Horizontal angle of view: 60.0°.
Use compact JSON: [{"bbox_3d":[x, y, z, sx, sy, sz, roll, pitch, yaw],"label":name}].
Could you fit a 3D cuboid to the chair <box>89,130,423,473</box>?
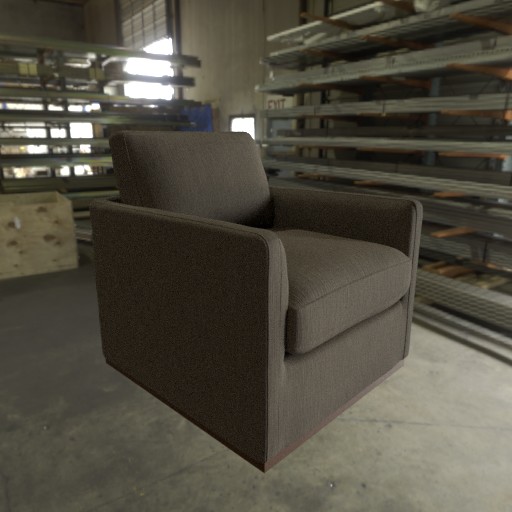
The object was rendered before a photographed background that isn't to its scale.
[{"bbox_3d":[0.000,0.000,1.478,0.834,0.811,0.763,14,21,42],"label":"chair"}]
